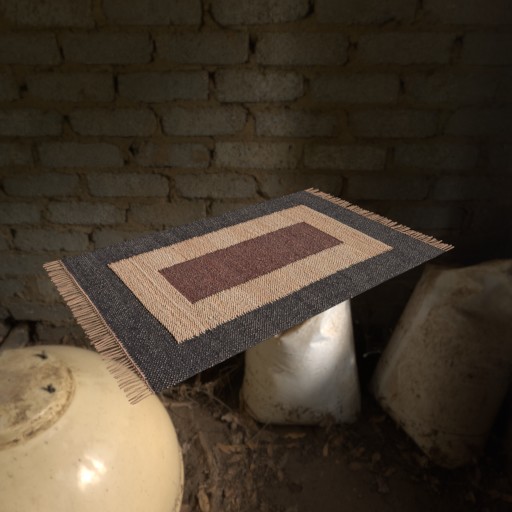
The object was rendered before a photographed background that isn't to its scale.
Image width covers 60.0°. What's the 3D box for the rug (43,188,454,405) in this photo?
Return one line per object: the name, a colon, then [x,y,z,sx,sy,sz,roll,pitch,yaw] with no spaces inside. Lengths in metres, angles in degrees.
rug: [0.000,0.000,2.512,2.021,0.027,1.224,-20,35,-31]
